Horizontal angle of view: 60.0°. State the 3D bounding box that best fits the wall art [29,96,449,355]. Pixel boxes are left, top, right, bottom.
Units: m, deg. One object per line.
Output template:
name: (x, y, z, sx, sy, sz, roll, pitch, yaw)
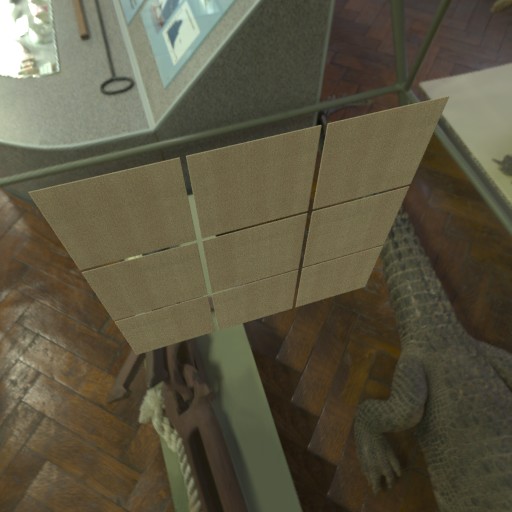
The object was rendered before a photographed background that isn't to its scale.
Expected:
wall art: (0.000, 0.000, 2.167, 1.517, 1.505, 0.002, -15, 59, -9)
